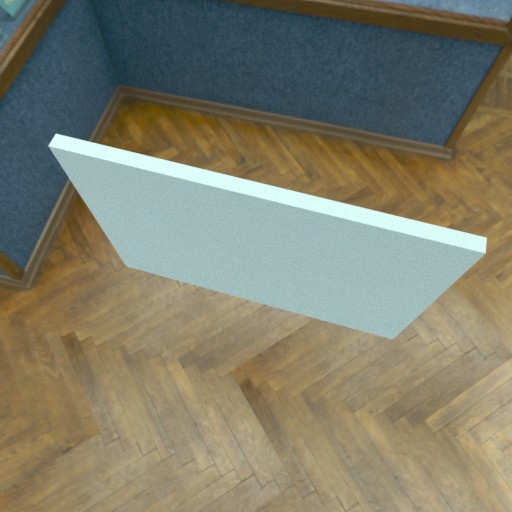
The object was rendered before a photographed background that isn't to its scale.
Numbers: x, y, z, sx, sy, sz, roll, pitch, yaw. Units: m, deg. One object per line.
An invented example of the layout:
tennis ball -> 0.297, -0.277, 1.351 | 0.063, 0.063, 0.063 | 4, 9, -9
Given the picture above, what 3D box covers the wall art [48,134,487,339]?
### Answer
wall art -> 0.000, 0.000, 1.694 | 1.308, 0.902, 0.051 | 15, 65, 7
